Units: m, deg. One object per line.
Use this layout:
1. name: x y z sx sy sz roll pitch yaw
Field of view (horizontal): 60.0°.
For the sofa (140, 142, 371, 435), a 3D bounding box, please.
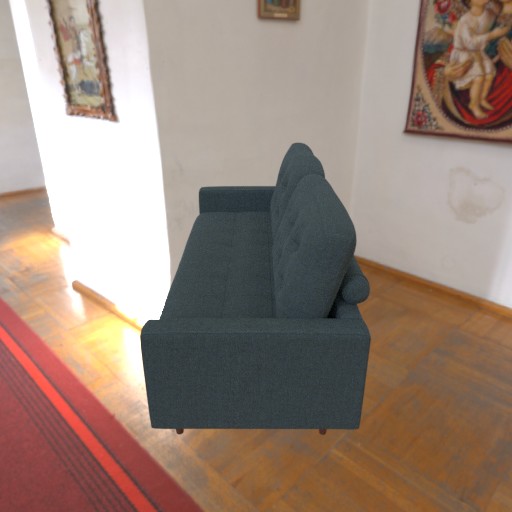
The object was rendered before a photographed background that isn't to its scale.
1. sofa: 0.000 0.000 2.652 0.966 1.050 2.010 0 25 0
